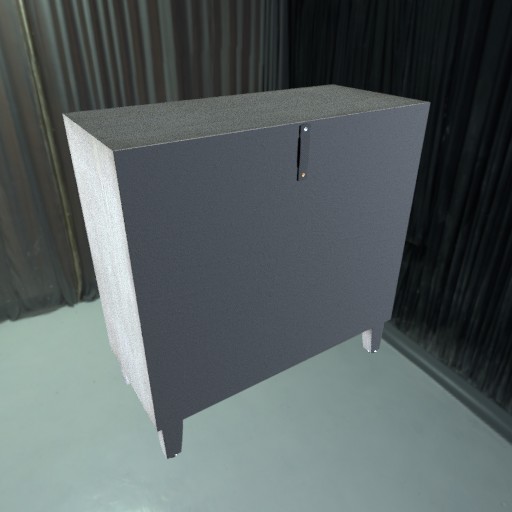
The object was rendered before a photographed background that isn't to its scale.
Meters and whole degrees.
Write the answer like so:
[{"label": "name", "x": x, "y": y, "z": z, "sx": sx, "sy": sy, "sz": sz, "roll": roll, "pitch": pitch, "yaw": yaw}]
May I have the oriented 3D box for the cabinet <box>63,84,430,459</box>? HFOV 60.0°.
[{"label": "cabinet", "x": 0.000, "y": 0.000, "z": 1.217, "sx": 0.781, "sy": 0.787, "sz": 0.370, "roll": -18, "pitch": 34, "yaw": -29}]
